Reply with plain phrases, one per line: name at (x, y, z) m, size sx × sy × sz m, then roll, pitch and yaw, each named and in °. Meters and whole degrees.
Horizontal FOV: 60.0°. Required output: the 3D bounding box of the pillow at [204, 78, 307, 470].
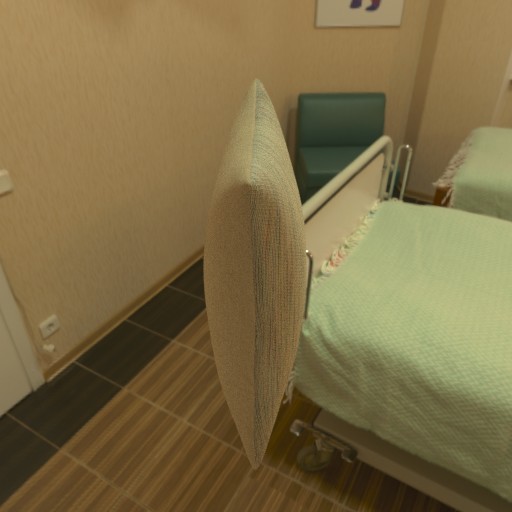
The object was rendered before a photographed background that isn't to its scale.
pillow at (0.000, 0.000, 0.797) m, size 0.178 × 0.506 × 0.512 m, roll 1°, pitch 33°, yaw 1°
